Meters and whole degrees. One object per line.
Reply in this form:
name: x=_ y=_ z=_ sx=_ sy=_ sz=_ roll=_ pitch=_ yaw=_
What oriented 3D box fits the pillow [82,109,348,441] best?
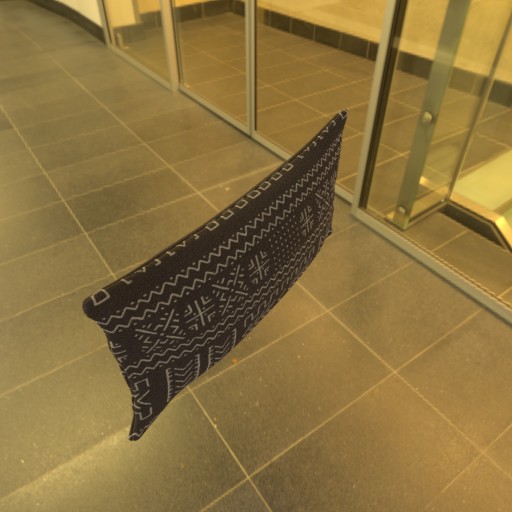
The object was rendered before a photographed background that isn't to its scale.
pillow: x=0.000 y=0.000 z=0.800 sx=0.135 sy=0.322 sz=0.667 roll=25 pitch=47 yaw=26
